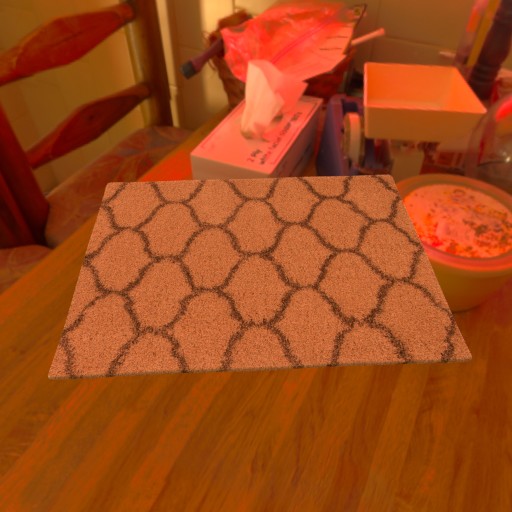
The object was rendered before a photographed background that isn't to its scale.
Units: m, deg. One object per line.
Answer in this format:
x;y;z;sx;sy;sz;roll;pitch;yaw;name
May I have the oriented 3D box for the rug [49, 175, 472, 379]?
0.000;0.000;2.083;1.600;0.025;1.200;-2;46;-2;rug
